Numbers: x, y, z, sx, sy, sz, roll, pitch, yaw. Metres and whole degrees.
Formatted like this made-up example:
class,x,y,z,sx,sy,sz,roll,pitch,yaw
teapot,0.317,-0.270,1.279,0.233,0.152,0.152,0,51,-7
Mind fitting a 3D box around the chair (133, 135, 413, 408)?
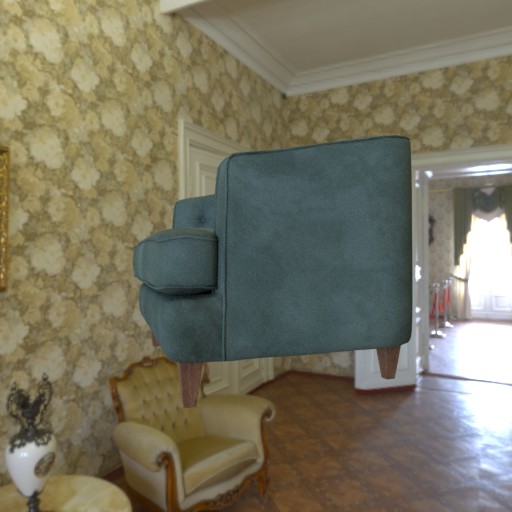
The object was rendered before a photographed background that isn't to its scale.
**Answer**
class,x,y,z,sx,sy,sz,roll,pitch,yaw
chair,0.000,0.000,1.807,0.941,0.852,1.104,0,-1,-18
